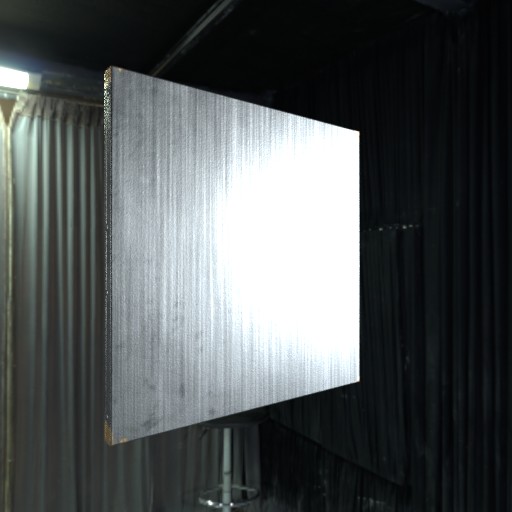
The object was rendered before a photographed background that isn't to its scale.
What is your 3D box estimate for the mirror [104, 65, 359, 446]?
[{"bbox_3d":[0.000,0.000,0.566,0.382,0.381,0.020,0,0,-38],"label":"mirror"}]
